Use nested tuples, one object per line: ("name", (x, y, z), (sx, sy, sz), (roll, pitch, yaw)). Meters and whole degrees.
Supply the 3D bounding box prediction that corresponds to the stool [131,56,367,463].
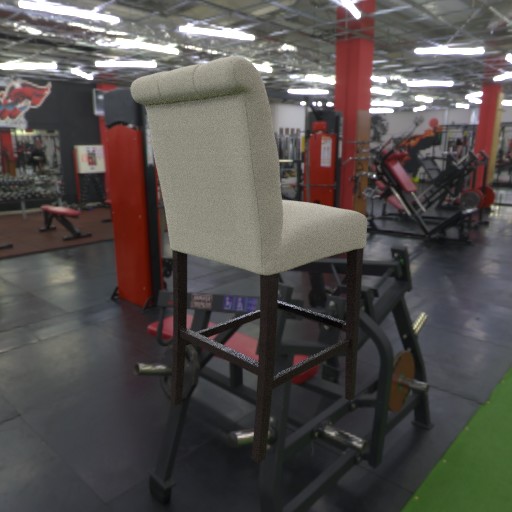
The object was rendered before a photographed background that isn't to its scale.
("stool", (0.000, 0.000, 1.480), (0.610, 1.118, 0.482), (-13, 19, -43))
